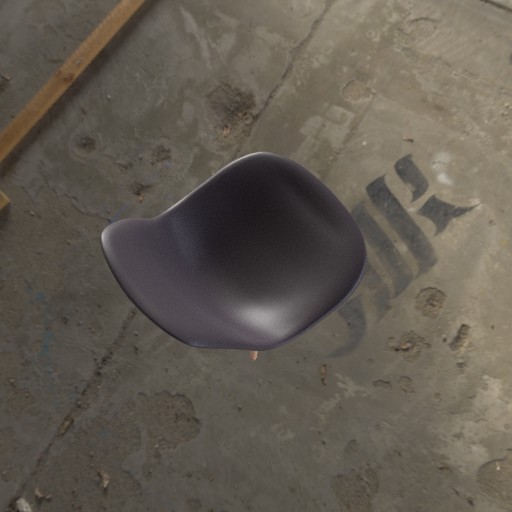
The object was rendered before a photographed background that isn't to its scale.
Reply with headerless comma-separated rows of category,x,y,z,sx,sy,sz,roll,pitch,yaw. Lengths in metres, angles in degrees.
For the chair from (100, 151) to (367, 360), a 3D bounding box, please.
chair,0.000,0.000,1.144,0.533,0.825,0.470,-40,79,-9
